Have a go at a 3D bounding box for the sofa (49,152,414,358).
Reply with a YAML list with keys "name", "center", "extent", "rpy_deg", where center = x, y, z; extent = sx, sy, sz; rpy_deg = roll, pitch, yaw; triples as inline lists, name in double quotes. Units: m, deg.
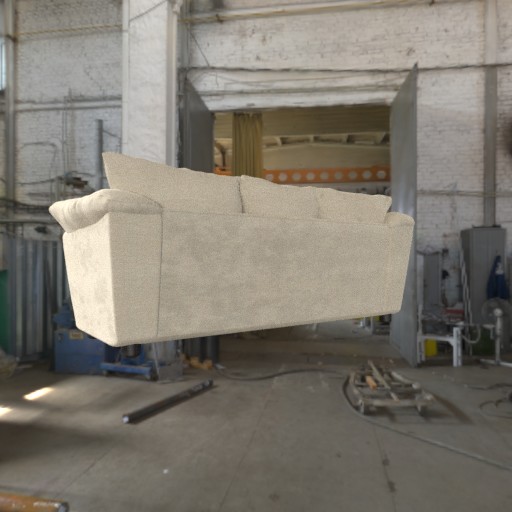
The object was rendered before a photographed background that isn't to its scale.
- name: "sofa"
  center: [0.000, 0.000, 2.921]
  extent: [2.377, 0.981, 0.893]
  rpy_deg: [0, 0, -36]
